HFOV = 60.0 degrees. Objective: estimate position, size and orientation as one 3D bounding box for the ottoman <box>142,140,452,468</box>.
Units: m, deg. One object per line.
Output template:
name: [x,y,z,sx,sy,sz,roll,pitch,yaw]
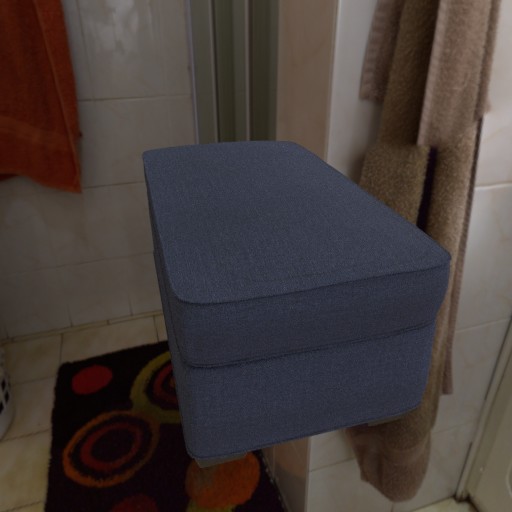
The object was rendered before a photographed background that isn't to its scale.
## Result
ottoman: [0.000,0.000,1.160,0.505,0.453,0.895,-8,30,-14]
